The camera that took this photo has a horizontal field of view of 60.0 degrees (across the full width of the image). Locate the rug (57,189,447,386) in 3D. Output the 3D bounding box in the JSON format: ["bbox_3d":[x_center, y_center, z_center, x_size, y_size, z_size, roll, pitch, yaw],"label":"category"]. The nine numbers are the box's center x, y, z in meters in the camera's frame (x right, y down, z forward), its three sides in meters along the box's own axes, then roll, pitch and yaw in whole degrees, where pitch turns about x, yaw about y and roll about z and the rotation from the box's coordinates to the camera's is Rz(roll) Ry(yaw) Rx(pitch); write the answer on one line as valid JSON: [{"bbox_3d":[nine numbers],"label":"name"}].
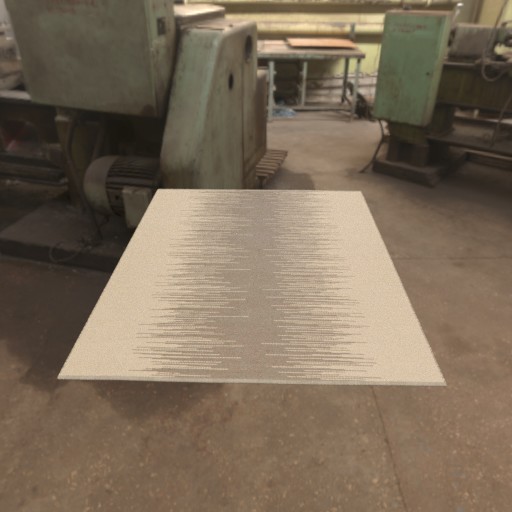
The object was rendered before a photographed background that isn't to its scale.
[{"bbox_3d":[0.000,0.000,4.063,2.453,0.010,3.037,1,32,1],"label":"rug"}]
